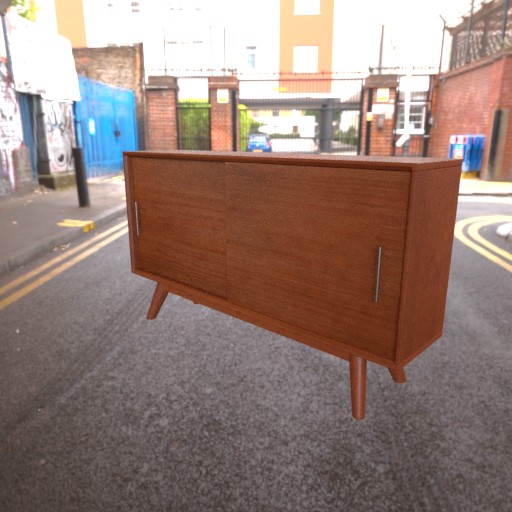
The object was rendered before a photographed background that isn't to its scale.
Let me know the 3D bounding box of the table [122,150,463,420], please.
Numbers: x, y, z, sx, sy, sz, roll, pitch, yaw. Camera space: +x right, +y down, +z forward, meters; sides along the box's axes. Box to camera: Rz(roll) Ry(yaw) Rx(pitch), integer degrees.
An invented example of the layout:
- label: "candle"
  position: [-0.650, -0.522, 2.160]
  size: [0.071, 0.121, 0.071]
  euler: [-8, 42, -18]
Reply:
- label: "table"
  position: [0.000, 0.000, 1.557]
  size: [1.220, 0.698, 0.308]
  euler: [14, 20, 41]
